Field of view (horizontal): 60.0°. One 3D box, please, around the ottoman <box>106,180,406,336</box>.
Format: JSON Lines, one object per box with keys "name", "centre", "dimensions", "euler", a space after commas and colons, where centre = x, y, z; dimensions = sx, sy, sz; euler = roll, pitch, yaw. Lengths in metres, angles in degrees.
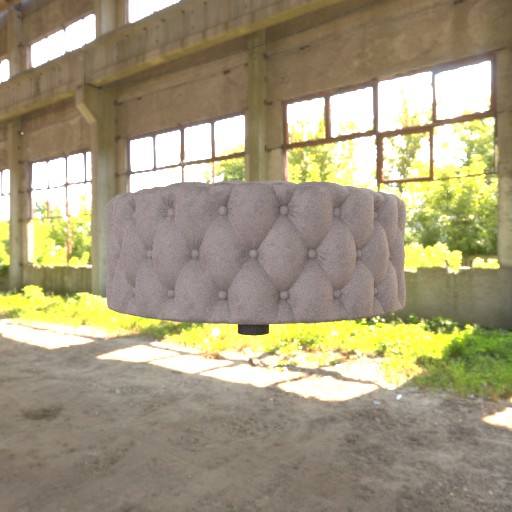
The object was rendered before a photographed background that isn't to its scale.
{"name": "ottoman", "centre": [0.000, 0.000, 1.547], "dimensions": [0.998, 0.399, 0.998], "euler": [0, 0, 0]}
